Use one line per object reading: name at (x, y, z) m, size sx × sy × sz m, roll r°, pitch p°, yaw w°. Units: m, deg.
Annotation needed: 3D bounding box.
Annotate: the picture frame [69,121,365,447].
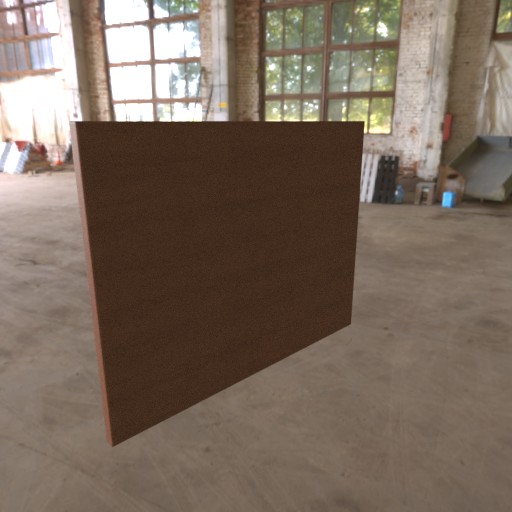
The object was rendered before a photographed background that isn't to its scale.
picture frame at (0.000, 0.000, 1.748) m, size 1.329 × 1.018 × 0.045 m, roll -15°, pitch 23°, yaw -41°
